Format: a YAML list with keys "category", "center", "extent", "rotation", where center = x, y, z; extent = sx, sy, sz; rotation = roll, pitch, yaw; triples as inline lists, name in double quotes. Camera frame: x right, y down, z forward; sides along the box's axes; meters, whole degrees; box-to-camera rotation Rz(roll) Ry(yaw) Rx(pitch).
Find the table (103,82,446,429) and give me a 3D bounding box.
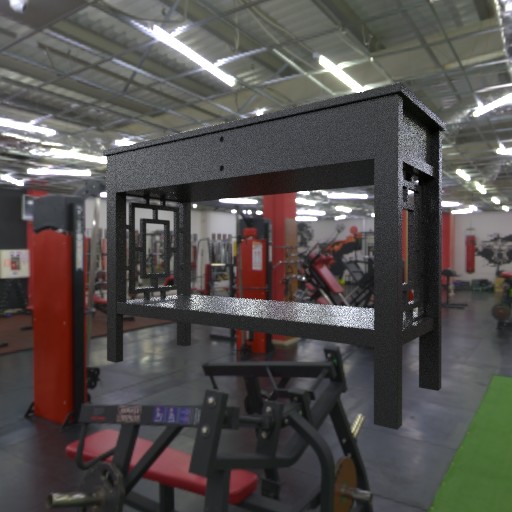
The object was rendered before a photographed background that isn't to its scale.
- category: "table"
  center: [0.000, 0.000, 1.430]
  extent: [1.068, 0.753, 0.397]
  rotation: [0, 0, 36]
